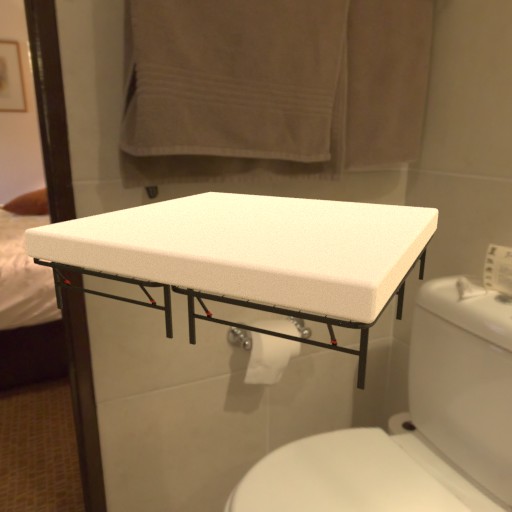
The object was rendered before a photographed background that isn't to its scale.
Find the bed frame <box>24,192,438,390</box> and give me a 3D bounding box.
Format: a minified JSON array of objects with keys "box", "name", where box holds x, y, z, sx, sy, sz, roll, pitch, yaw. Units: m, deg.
[{"box":[0.000,0.000,2.982,2.033,0.525,1.935,8,18,27],"name":"bed frame"}]
